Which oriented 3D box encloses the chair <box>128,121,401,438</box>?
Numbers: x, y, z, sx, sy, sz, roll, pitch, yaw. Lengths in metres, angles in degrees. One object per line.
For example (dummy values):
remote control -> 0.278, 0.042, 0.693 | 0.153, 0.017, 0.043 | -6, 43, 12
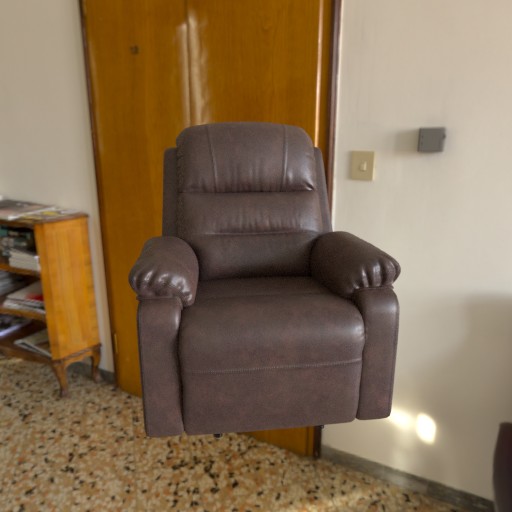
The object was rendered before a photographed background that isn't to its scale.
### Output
chair -> 0.000, 0.000, 1.679 | 0.855, 0.992, 0.919 | -2, 16, -7
